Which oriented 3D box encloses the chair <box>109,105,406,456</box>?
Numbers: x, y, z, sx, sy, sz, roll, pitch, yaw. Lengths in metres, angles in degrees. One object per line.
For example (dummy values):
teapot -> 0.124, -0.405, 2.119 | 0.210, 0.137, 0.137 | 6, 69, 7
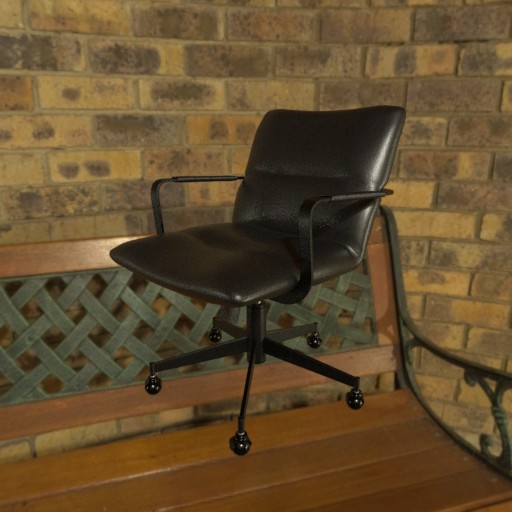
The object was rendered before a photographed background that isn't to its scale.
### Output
chair -> 0.000, 0.000, 1.415 | 0.719, 0.922, 0.748 | 15, 22, 41
